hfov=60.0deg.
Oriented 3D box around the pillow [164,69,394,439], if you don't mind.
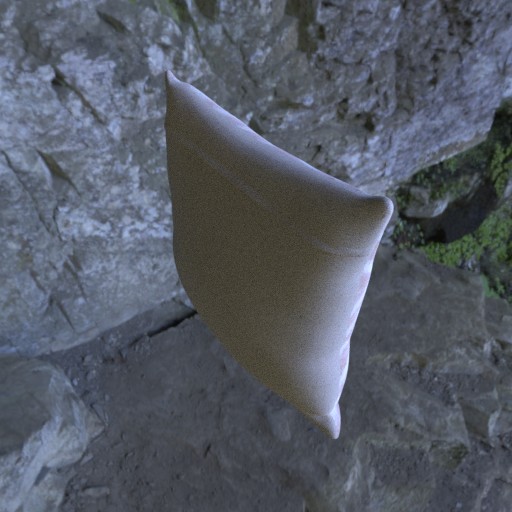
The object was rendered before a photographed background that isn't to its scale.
[{"bbox_3d":[0.000,0.000,0.669,0.182,0.441,0.440,-27,49,-26],"label":"pillow"}]
